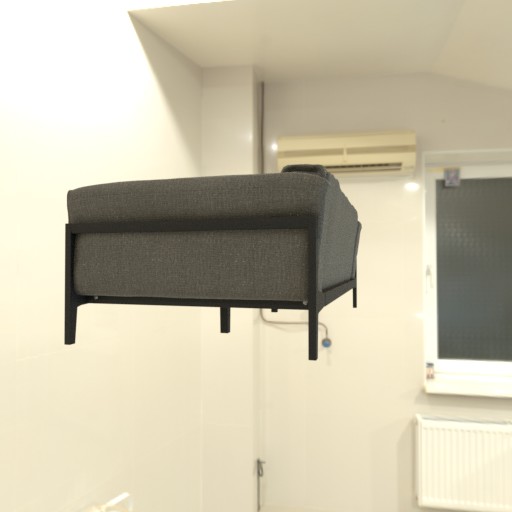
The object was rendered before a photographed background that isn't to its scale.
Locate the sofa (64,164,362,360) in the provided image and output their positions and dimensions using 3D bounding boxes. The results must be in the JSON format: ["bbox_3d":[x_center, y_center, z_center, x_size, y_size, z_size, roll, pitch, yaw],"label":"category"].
[{"bbox_3d":[0.000,0.000,2.257,0.960,0.656,1.690,0,-1,17],"label":"sofa"}]
